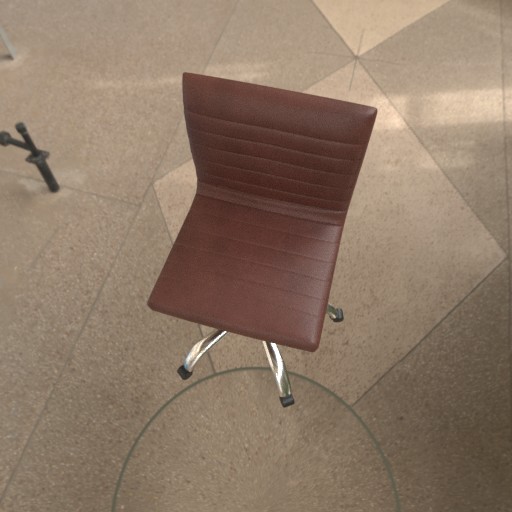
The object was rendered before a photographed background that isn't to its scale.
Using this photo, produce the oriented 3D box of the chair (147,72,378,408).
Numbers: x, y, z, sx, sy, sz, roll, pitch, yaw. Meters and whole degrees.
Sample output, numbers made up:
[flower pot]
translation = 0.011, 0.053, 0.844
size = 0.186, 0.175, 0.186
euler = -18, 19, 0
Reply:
[chair]
translation = 0.000, 0.000, 1.113
size = 0.556, 0.780, 0.530
euler = 13, 61, 8
